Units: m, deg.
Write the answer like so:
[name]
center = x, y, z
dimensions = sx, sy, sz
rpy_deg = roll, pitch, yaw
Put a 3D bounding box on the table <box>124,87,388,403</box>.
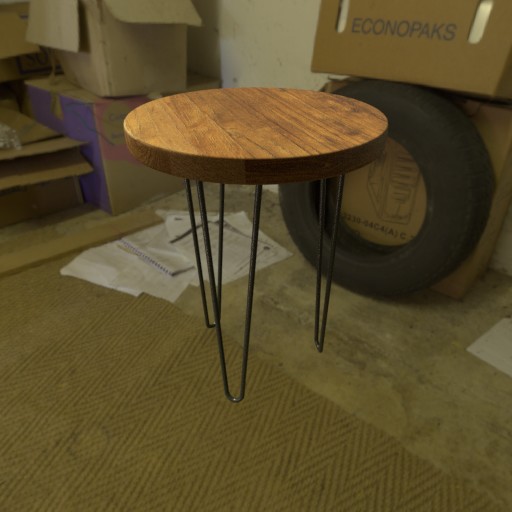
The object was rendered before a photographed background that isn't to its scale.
[table]
center = 0.000, 0.000, 0.825
dimensions = 0.400, 0.520, 0.400
rpy_deg = 0, 32, 0
